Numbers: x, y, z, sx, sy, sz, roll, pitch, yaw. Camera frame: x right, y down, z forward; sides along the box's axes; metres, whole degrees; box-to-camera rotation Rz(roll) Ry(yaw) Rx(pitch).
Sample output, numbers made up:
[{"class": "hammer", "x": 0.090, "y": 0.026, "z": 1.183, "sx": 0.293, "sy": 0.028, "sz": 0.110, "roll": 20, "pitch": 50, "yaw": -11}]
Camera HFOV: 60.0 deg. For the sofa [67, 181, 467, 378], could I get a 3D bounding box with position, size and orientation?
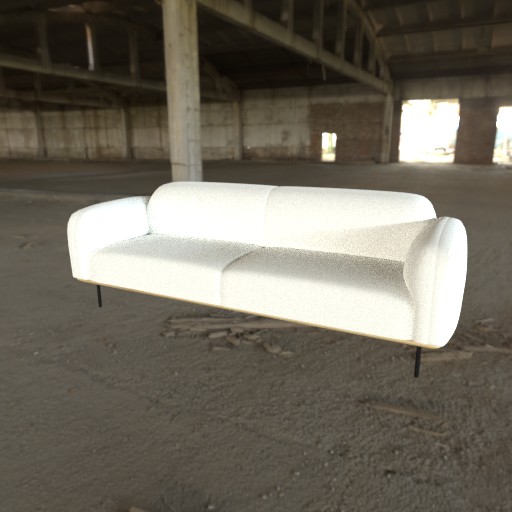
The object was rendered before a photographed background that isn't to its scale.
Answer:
[{"class": "sofa", "x": 0.000, "y": 0.000, "z": 2.655, "sx": 2.280, "sy": 0.780, "sz": 0.870, "roll": 7, "pitch": 16, "yaw": 26}]
